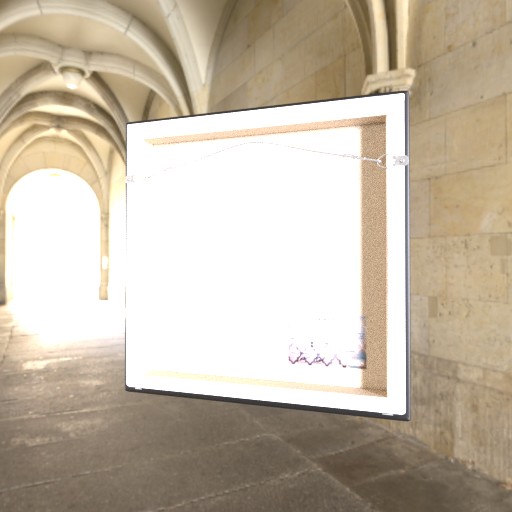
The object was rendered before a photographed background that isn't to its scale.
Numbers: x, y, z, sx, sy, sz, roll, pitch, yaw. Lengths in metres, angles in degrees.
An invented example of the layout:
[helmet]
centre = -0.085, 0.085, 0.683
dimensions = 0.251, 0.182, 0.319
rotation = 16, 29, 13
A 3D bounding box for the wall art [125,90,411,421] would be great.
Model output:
[wall art]
centre = 0.000, 0.000, 0.619
dimensions = 0.406, 0.407, 0.041
rotation = 0, -1, 18
